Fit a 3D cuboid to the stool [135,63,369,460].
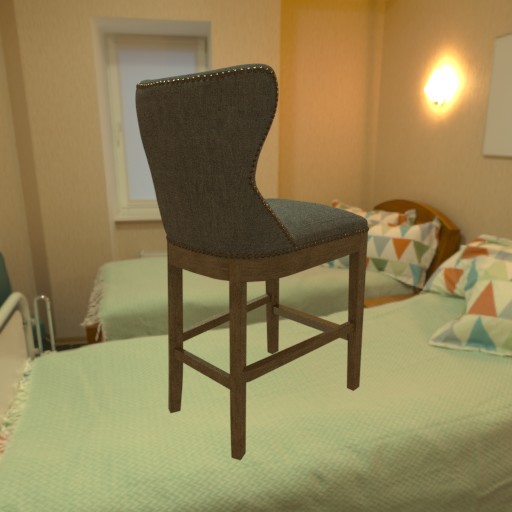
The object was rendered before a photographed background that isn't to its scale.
[{"bbox_3d":[0.000,0.000,1.324,0.498,0.981,0.608,14,21,43],"label":"stool"}]
